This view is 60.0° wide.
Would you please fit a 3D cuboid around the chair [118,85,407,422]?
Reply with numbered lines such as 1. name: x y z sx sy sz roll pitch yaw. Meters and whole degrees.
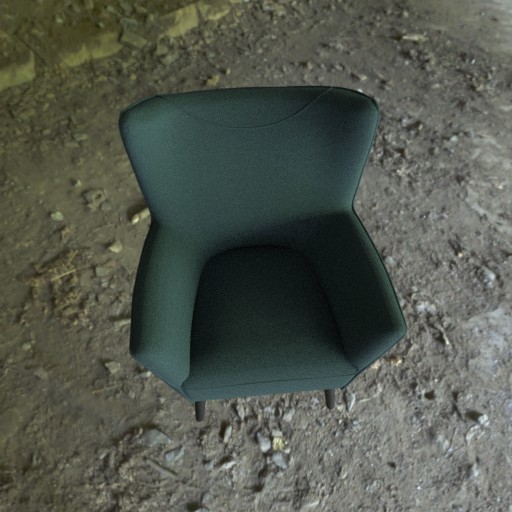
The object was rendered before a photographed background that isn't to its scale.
1. chair: 0.000 0.000 1.545 0.781 0.933 0.888 -4 48 -4
